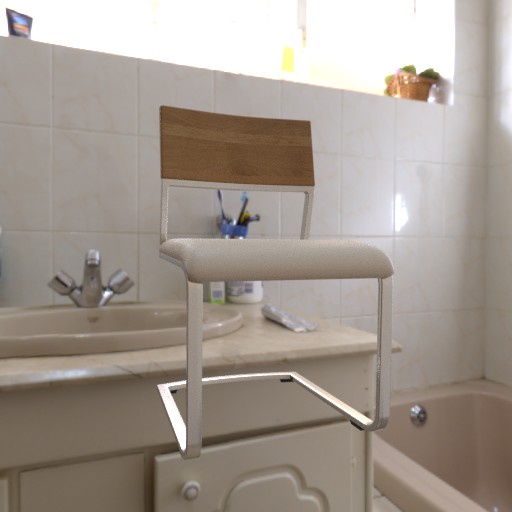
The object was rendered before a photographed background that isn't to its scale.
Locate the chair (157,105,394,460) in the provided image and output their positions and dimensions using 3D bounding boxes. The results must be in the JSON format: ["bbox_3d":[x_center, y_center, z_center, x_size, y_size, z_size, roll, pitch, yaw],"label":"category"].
[{"bbox_3d":[0.000,0.000,1.174,0.467,0.844,0.585,0,1,-19],"label":"chair"}]
